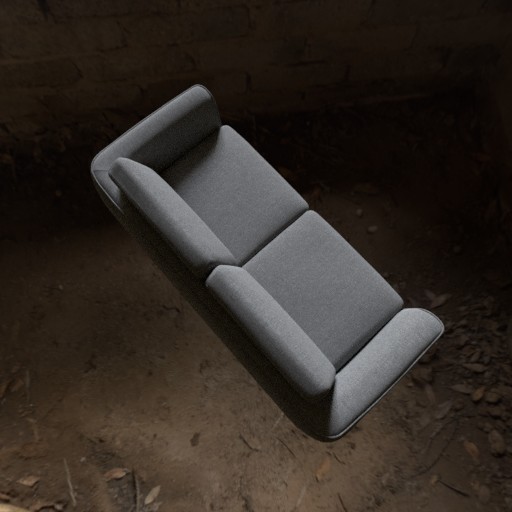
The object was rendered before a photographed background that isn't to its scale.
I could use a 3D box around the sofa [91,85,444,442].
[{"bbox_3d":[0.000,0.000,2.538,0.920,0.870,2.000,-41,78,-11],"label":"sofa"}]
